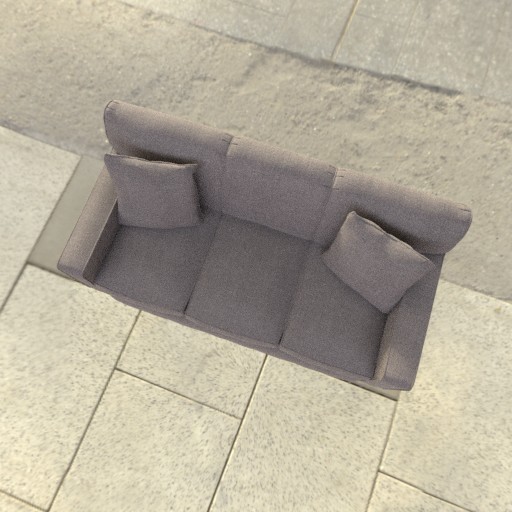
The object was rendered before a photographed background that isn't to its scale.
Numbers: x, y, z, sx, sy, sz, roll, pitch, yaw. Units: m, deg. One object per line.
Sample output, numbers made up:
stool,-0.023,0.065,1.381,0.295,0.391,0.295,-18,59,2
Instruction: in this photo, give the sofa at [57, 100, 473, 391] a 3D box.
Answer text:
sofa,0.000,0.000,2.606,2.024,0.958,0.997,18,75,5
